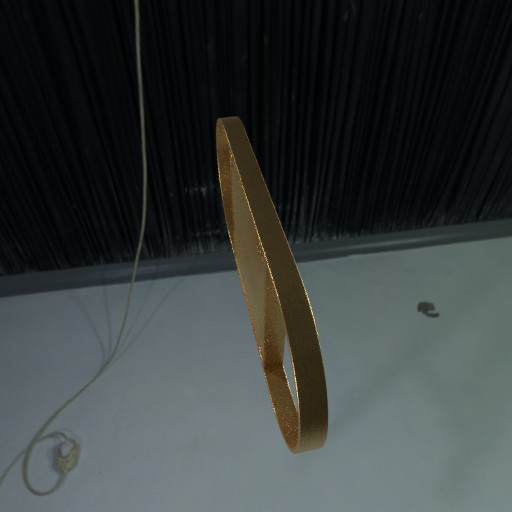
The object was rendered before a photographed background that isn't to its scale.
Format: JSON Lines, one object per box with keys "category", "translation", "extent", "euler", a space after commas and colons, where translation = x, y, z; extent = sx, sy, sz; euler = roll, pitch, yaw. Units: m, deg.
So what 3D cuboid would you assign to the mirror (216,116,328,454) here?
{"category": "mirror", "translation": [0.000, 0.000, 0.684], "extent": [0.032, 0.254, 0.584], "euler": [-9, 47, -8]}
